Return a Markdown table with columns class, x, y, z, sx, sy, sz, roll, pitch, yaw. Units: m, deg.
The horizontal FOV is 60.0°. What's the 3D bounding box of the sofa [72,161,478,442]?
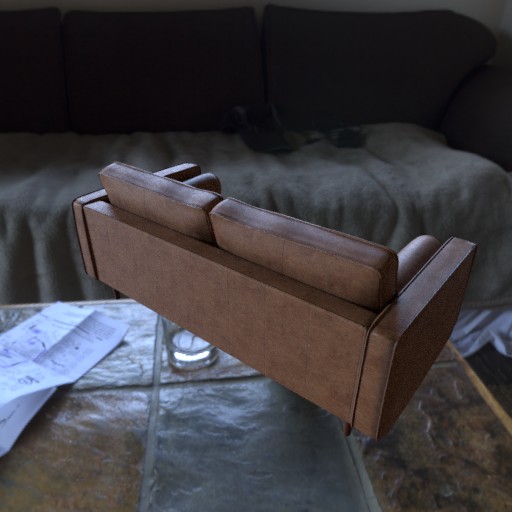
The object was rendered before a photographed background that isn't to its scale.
| class | x | y | z | sx | sy | sz | roll | pitch | yaw |
| --- | --- | --- | --- | --- | --- | --- | --- | --- | --- |
| sofa | 0.000 | 0.000 | 2.323 | 1.920 | 0.825 | 0.924 | 22 | 36 | 33 |
